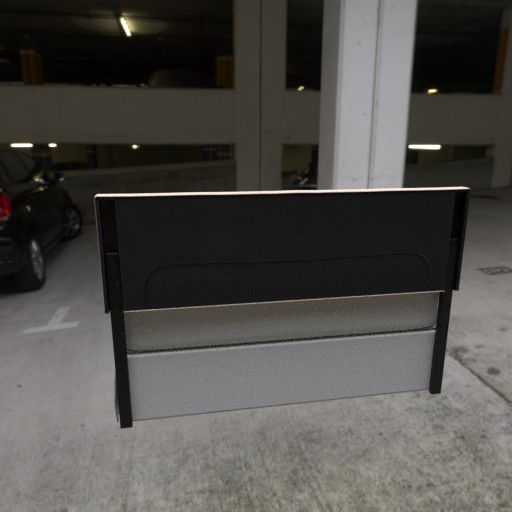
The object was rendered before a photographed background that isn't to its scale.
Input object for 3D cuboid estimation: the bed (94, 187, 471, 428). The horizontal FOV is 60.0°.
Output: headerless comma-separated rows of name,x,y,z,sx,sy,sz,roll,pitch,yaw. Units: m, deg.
bed,0.000,0.000,2.814,1.616,1.016,1.876,-3,15,-10
